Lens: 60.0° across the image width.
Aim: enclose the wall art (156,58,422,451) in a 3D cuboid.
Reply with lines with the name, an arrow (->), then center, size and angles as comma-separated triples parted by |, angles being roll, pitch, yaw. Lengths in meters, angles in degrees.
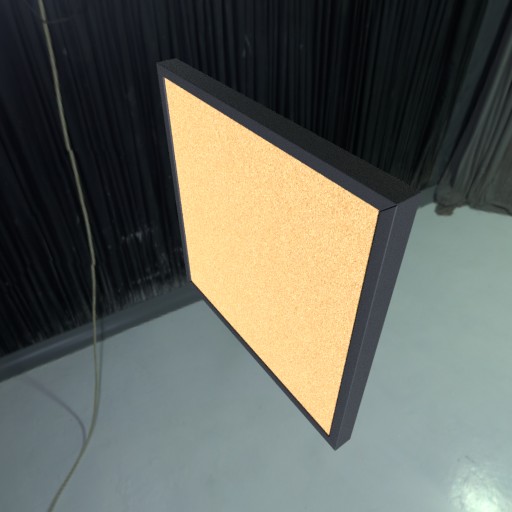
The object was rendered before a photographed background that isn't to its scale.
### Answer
wall art -> 0.000, 0.000, 0.751 | 0.037, 0.508, 0.508 | -26, 47, -26
